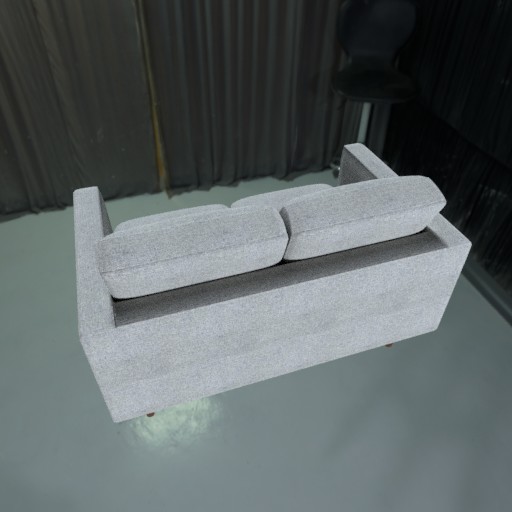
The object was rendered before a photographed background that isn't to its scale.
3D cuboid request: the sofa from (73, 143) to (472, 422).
[{"bbox_3d":[0.000,0.000,2.120,1.527,0.973,0.969,-12,43,-14],"label":"sofa"}]
